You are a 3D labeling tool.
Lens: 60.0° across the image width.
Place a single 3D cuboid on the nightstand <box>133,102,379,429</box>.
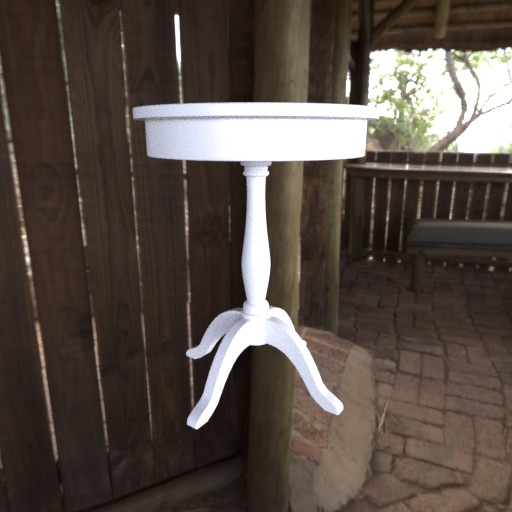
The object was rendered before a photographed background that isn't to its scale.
[{"bbox_3d":[0.000,0.000,1.040,0.513,0.653,0.513,15,22,43],"label":"nightstand"}]
